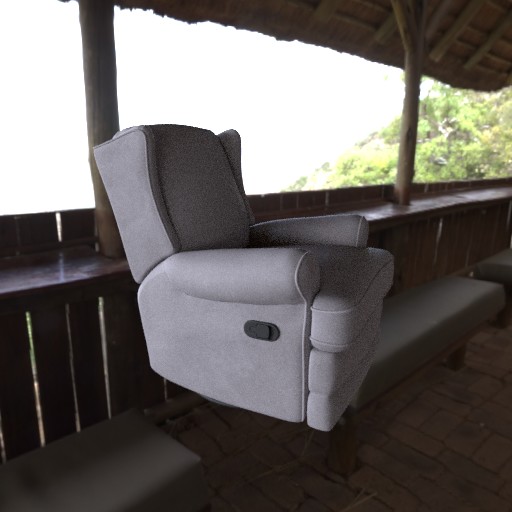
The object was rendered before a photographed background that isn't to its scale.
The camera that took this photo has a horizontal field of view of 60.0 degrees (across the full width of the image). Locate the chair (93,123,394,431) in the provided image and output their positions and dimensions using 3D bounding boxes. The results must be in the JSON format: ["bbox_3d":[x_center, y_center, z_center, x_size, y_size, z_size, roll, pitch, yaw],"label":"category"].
[{"bbox_3d":[0.000,0.000,1.744,0.969,1.011,0.847,7,16,25],"label":"chair"}]
